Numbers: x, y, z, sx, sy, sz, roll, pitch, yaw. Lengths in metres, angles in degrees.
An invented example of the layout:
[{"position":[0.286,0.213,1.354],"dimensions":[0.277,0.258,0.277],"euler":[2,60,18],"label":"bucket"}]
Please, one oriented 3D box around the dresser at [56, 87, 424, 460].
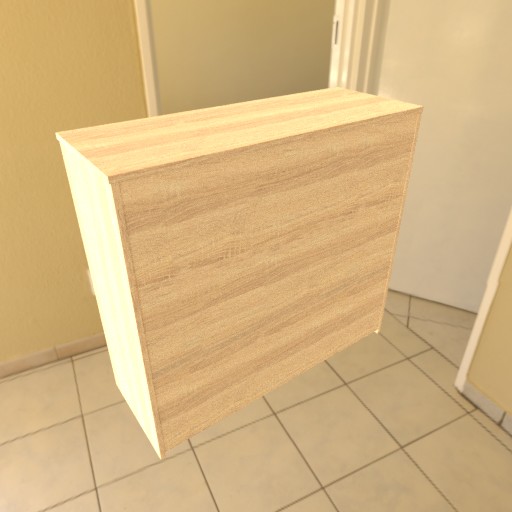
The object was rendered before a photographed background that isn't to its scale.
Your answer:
[{"position":[0.000,0.000,1.465],"dimensions":[0.980,0.900,0.380],"euler":[-21,37,-30],"label":"dresser"}]
